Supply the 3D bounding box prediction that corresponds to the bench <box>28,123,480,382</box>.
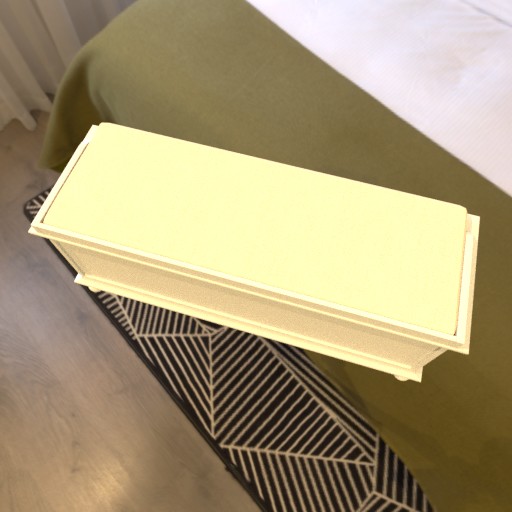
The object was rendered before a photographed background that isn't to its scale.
[{"bbox_3d":[0.000,0.000,1.399,1.185,0.486,0.402,15,64,7],"label":"bench"}]
